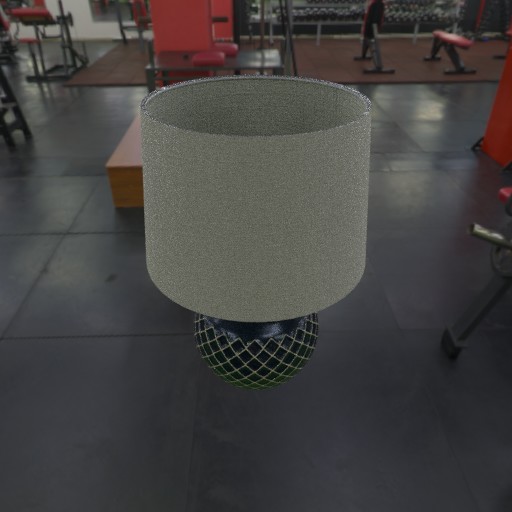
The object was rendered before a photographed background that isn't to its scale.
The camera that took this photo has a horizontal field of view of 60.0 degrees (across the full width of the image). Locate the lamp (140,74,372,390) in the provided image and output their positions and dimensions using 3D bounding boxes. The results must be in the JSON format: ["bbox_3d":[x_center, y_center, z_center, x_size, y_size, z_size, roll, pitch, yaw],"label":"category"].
[{"bbox_3d":[0.000,0.000,0.784,0.376,0.540,0.376,0,34,0],"label":"lamp"}]
